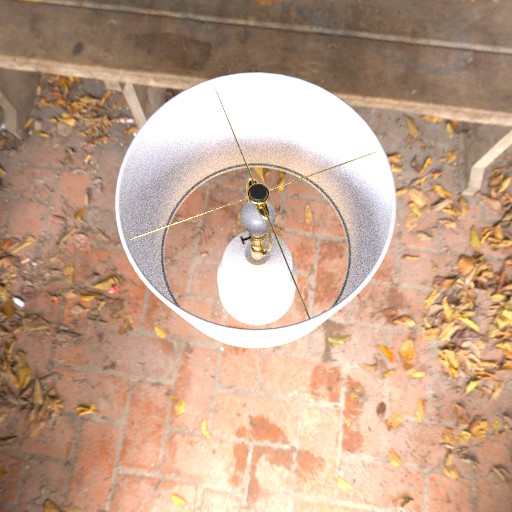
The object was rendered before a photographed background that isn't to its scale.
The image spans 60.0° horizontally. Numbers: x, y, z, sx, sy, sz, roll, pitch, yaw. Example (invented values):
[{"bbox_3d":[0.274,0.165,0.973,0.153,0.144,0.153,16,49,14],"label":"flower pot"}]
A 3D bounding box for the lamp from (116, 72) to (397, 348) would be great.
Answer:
[{"bbox_3d":[0.000,0.000,0.732,0.301,0.533,0.301,-20,76,-5],"label":"lamp"}]
